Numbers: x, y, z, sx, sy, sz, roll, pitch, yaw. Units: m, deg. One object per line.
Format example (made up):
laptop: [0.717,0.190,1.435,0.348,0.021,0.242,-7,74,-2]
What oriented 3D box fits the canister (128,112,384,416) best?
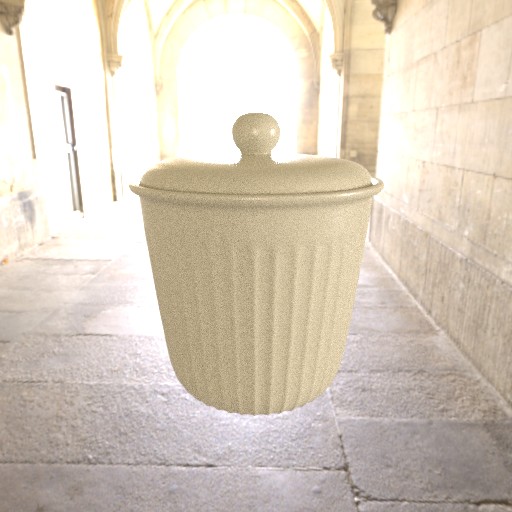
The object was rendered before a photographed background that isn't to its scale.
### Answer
canister: [0.000,0.000,0.340,0.181,0.211,0.181,0,16,0]
